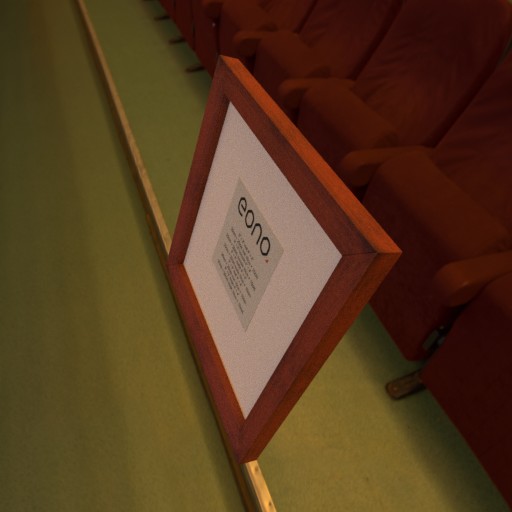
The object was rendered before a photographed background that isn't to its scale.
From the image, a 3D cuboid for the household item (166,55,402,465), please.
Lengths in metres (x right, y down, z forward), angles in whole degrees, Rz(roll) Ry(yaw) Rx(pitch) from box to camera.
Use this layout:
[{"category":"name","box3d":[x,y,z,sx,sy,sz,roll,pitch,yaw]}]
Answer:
[{"category":"household item","box3d":[0.000,0.000,0.380,0.131,0.240,0.240,-17,50,-15]}]
